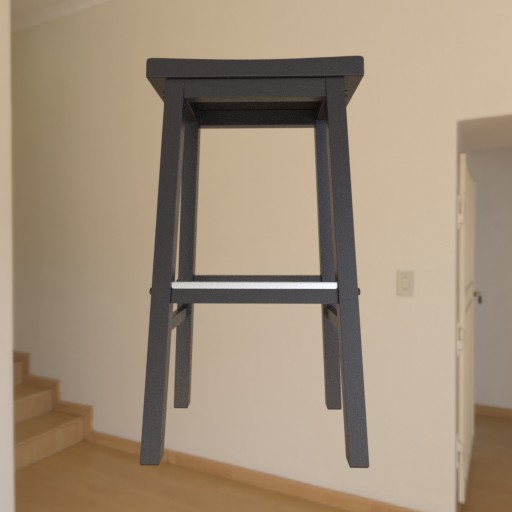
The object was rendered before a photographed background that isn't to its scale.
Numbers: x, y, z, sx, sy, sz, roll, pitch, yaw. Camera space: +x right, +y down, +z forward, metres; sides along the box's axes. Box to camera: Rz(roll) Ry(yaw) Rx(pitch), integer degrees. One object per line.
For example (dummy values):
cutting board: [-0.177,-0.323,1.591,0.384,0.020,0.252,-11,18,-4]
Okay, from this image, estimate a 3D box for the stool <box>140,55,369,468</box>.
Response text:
stool: [0.000,0.000,0.939,0.406,0.742,0.322,0,1,1]
